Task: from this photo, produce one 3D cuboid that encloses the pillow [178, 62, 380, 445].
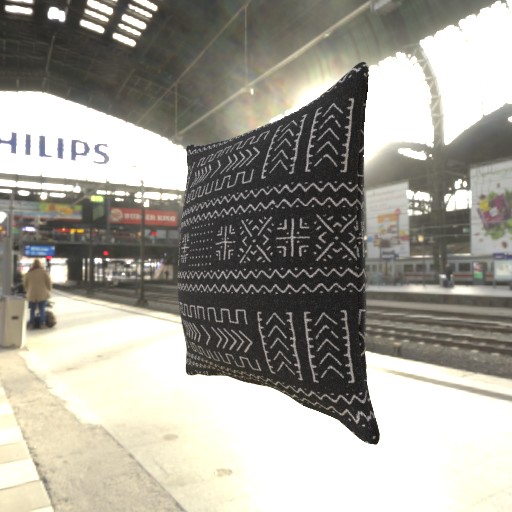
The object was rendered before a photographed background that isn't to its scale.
[{"bbox_3d":[0.000,0.000,0.655,0.164,0.430,0.438,1,-3,-36],"label":"pillow"}]
